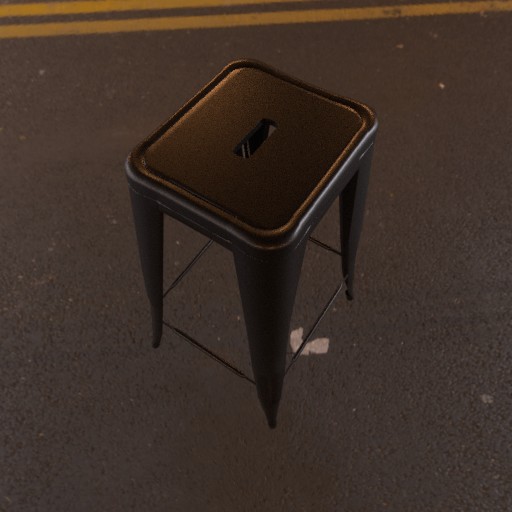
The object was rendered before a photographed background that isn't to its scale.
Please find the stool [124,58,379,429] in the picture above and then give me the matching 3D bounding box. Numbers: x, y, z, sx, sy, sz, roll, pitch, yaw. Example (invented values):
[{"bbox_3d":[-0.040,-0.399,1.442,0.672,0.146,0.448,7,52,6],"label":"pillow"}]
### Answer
[{"bbox_3d":[0.000,0.000,0.853,0.359,0.609,0.399,29,62,17],"label":"stool"}]
